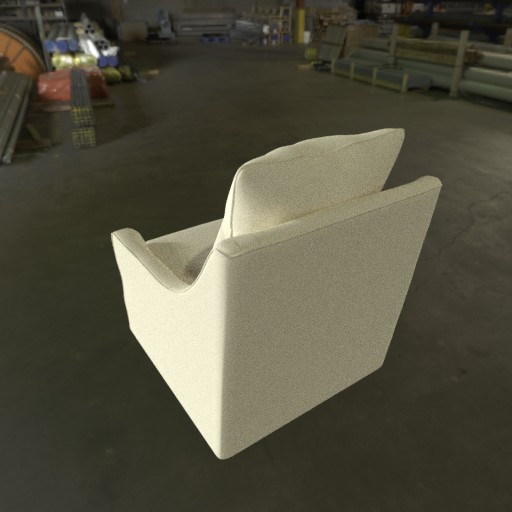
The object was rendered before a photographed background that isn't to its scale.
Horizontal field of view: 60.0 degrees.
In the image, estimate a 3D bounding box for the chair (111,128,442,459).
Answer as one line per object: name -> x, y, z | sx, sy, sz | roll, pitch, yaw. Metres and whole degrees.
chair -> 0.000, 0.000, 1.573 | 0.756, 0.965, 0.876 | -19, 36, -29
